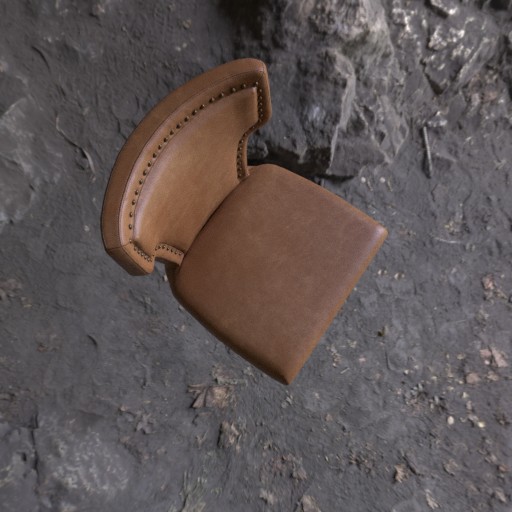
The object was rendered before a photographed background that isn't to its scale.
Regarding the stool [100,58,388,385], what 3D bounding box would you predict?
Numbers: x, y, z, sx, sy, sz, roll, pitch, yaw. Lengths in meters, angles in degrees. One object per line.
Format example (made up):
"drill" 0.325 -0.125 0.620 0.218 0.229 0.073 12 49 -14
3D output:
"stool" 0.000 0.000 1.311 0.563 0.982 0.526 34 78 8
